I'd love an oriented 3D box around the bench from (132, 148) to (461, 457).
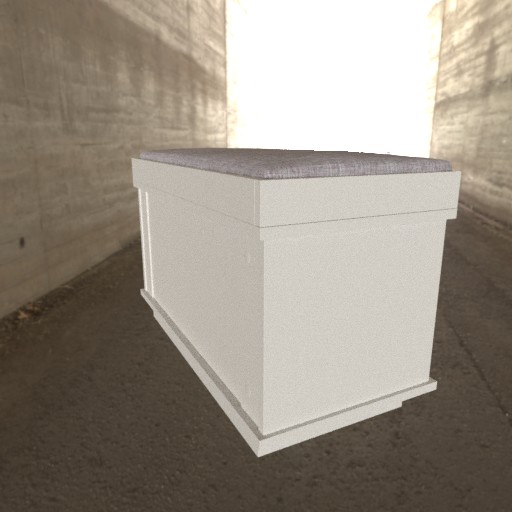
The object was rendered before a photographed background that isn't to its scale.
[{"bbox_3d":[0.000,0.000,0.978,0.362,0.461,0.734,-7,16,-26],"label":"bench"}]
